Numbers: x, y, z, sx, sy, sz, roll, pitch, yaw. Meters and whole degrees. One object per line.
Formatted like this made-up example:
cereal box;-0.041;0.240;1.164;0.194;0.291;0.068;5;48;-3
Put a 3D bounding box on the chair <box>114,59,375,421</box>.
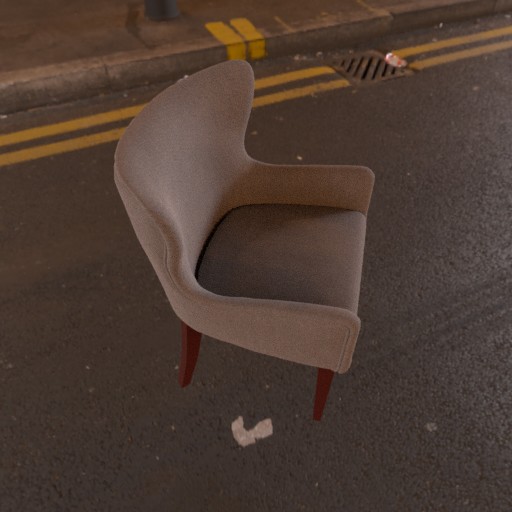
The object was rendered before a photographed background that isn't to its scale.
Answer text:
chair;0.000;0.000;1.431;0.677;0.948;0.732;10;48;9
